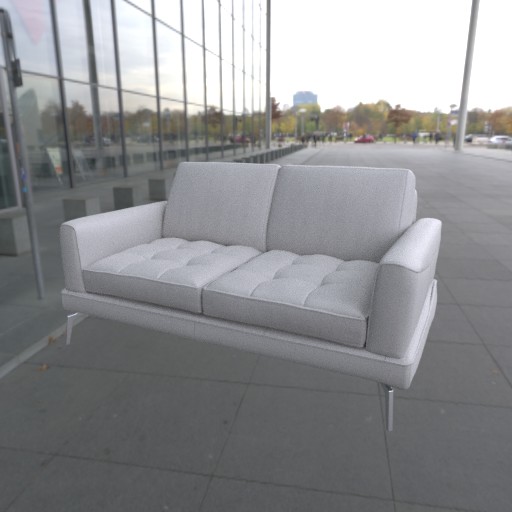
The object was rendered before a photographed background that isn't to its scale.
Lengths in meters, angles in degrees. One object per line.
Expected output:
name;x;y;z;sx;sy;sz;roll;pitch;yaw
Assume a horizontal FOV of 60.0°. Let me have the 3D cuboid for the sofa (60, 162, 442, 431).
sofa;0.000;0.000;2.385;1.819;0.930;1.121;7;17;25
